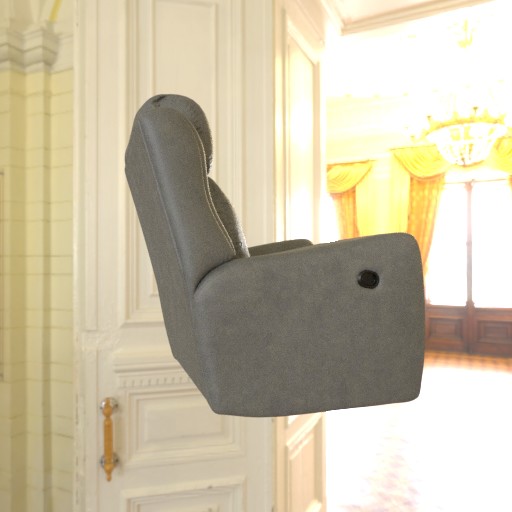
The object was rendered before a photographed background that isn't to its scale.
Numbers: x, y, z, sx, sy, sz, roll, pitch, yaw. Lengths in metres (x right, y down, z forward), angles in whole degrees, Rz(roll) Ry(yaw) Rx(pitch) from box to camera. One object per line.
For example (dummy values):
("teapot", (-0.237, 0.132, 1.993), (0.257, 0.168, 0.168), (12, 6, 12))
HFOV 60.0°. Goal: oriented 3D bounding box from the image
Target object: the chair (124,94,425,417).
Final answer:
("chair", (0.000, 0.000, 1.923), (1.068, 1.116, 0.965), (0, 0, -19))
